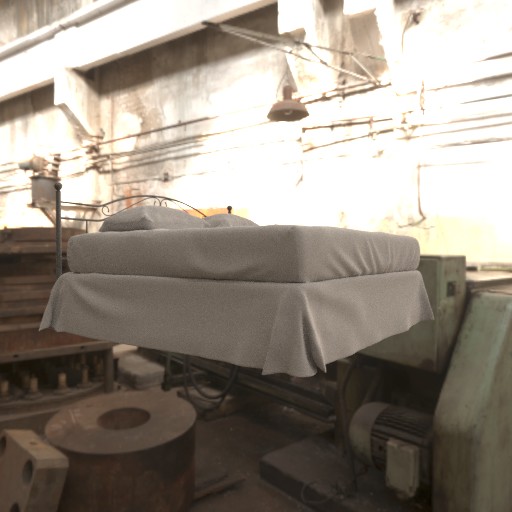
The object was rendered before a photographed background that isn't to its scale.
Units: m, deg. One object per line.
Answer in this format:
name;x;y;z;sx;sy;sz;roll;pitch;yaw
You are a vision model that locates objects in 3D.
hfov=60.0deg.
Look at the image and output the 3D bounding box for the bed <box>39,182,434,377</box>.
bed;0.000;0.000;3.436;2.220;1.080;2.309;0;1;36
